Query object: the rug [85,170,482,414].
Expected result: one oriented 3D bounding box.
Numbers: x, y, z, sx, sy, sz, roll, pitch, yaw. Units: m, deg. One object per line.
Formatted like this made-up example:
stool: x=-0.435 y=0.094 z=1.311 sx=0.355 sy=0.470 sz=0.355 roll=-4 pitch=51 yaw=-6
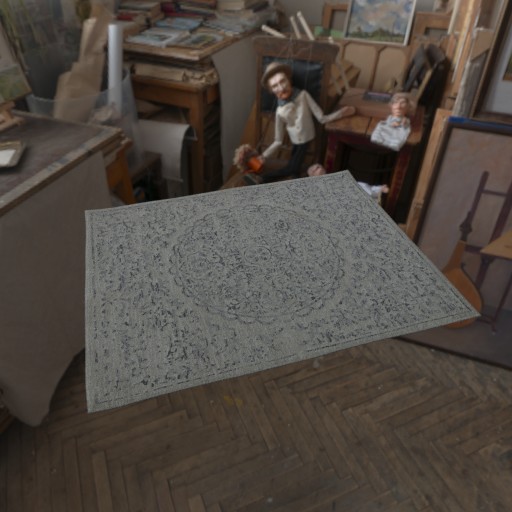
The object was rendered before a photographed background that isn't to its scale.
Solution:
rug: x=0.000 y=0.000 z=3.942 sx=2.925 sy=0.026 sz=2.343 roll=-11 pitch=41 yaw=-13
